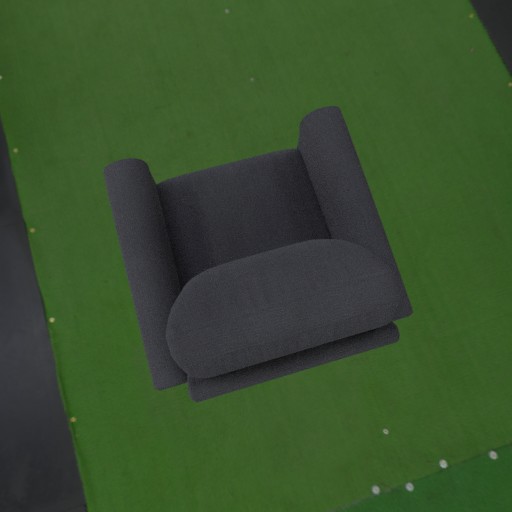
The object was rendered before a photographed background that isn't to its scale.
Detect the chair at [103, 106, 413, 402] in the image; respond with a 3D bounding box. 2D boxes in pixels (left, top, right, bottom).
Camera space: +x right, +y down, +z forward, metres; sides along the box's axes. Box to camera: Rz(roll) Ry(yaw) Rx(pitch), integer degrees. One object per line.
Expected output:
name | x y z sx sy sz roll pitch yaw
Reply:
chair | 0.000 0.000 1.577 0.867 0.942 0.828 -16 76 -4
